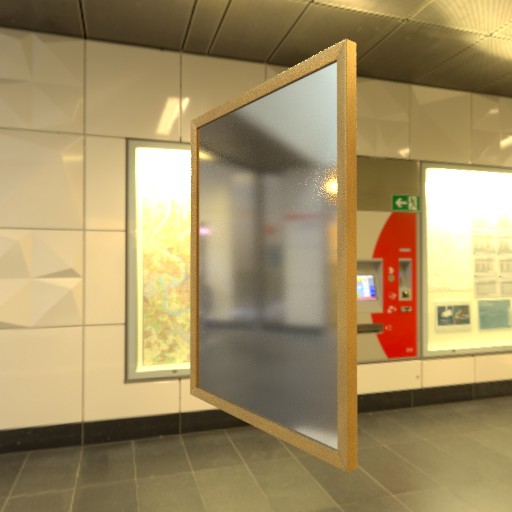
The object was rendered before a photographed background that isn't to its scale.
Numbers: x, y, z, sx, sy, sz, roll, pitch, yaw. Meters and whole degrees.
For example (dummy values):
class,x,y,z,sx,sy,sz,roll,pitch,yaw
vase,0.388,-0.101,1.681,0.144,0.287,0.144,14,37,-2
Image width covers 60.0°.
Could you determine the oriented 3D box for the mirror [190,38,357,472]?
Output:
class,x,y,z,sx,sy,sz,roll,pitch,yaw
mirror,0.000,0.000,1.354,0.040,1.016,0.762,1,-1,-37
